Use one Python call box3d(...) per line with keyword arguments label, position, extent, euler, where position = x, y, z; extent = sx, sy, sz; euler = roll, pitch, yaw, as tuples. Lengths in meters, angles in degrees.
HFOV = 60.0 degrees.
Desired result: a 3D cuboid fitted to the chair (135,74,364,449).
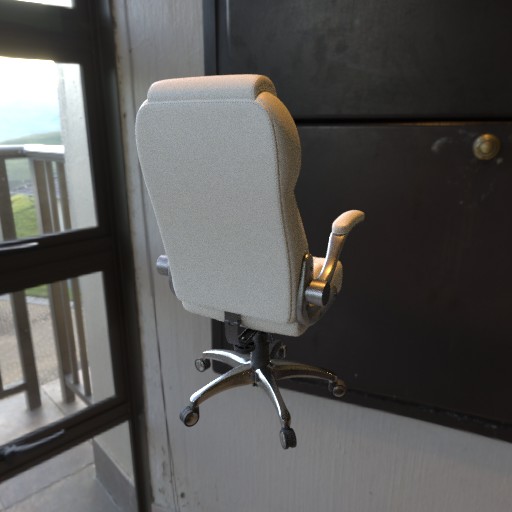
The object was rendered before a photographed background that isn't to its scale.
box3d(label="chair", position=(0.000, 0.000, 1.839), extent=(0.755, 1.330, 0.806), euler=(9, 19, 27))
